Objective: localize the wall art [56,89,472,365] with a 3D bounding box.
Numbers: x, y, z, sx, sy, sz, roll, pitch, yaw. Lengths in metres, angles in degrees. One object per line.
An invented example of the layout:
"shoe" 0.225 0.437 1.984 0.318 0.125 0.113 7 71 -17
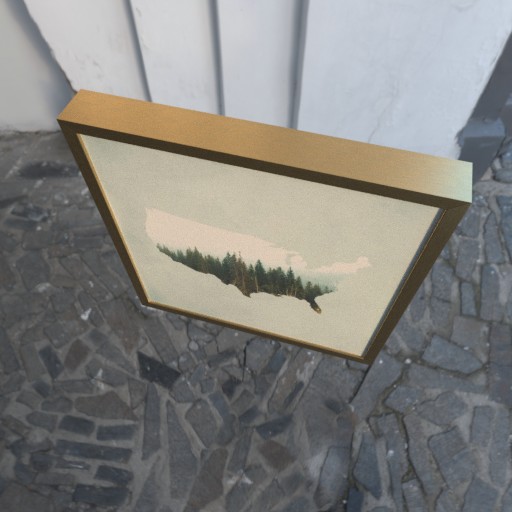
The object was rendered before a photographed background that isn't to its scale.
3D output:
"wall art" 0.000 0.000 0.450 0.304 0.304 0.038 13 57 9
